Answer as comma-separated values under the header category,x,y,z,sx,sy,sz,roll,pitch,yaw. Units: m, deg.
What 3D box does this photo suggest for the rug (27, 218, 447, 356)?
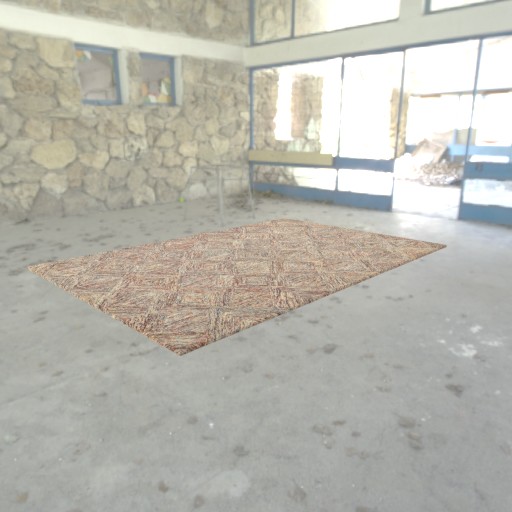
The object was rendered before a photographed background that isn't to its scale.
category,x,y,z,sx,sy,sz,roll,pitch,yaw
rug,0.000,0.000,2.865,1.523,0.019,2.285,14,21,43
